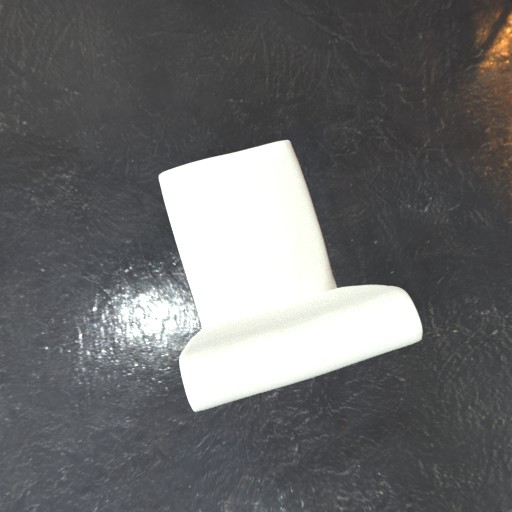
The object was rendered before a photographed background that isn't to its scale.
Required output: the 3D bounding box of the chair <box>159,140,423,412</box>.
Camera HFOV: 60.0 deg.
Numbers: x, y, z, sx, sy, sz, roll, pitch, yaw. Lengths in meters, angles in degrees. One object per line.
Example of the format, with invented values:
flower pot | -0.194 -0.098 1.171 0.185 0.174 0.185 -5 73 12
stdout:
chair | 0.000 0.000 1.329 0.452 0.976 0.708 -16 77 -4
